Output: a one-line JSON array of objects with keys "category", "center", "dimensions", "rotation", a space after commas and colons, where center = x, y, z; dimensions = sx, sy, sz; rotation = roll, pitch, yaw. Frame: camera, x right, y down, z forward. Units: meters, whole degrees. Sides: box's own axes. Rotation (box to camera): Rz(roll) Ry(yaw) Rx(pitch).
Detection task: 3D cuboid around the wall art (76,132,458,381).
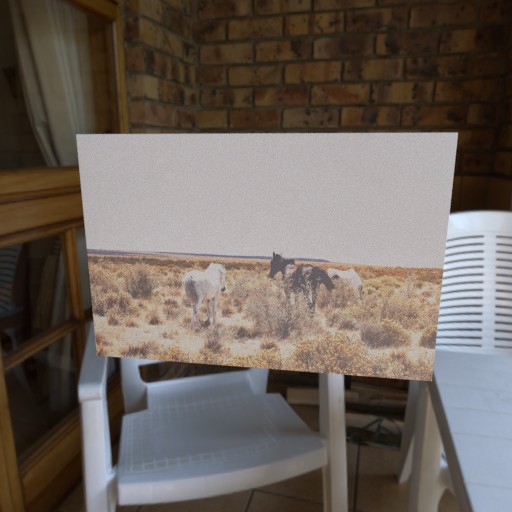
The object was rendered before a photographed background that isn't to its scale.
[{"category": "wall art", "center": [0.000, 0.000, 1.147], "dimensions": [0.914, 0.610, 0.050], "rotation": [2, 14, 9]}]
